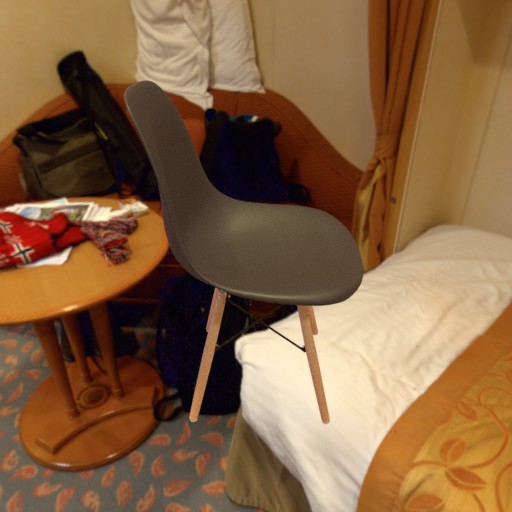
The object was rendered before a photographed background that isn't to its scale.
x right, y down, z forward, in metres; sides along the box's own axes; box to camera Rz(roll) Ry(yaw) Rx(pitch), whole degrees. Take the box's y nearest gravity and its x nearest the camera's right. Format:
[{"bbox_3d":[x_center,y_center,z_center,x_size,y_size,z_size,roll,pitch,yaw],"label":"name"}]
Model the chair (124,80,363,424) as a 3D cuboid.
[{"bbox_3d":[0.000,0.000,1.139,0.533,0.825,0.470,1,31,2],"label":"chair"}]
